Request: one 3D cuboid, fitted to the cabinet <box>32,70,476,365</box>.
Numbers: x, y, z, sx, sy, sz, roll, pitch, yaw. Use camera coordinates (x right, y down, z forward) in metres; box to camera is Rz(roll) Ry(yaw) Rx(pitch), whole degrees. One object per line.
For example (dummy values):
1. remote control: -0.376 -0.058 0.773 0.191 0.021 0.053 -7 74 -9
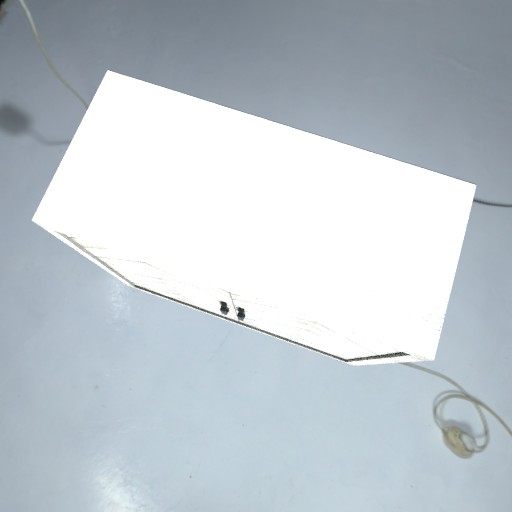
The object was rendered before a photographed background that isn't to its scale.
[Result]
1. cabinet: 0.000 0.000 1.231 0.781 0.787 0.370 19 76 5
